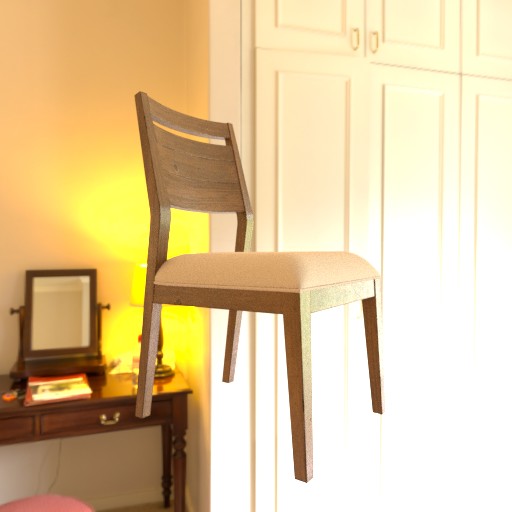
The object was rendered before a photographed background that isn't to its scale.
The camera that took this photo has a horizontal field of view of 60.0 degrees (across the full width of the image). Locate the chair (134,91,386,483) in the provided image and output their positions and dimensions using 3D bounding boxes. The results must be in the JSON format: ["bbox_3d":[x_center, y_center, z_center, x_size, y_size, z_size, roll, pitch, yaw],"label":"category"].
[{"bbox_3d":[0.000,0.000,1.298,0.610,0.939,0.497,1,2,35],"label":"chair"}]
